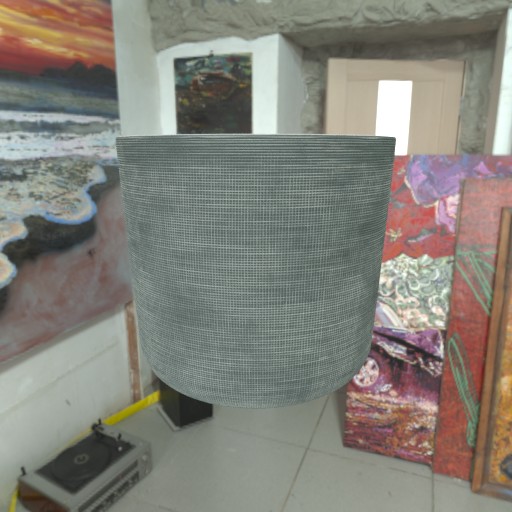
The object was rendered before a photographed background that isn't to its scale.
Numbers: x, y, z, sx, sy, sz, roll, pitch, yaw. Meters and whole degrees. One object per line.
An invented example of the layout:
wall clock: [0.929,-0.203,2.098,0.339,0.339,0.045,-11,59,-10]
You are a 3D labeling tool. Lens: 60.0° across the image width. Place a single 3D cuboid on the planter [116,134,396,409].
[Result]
planter: [0.000,0.000,0.773,0.440,0.398,0.440,0,14,0]
